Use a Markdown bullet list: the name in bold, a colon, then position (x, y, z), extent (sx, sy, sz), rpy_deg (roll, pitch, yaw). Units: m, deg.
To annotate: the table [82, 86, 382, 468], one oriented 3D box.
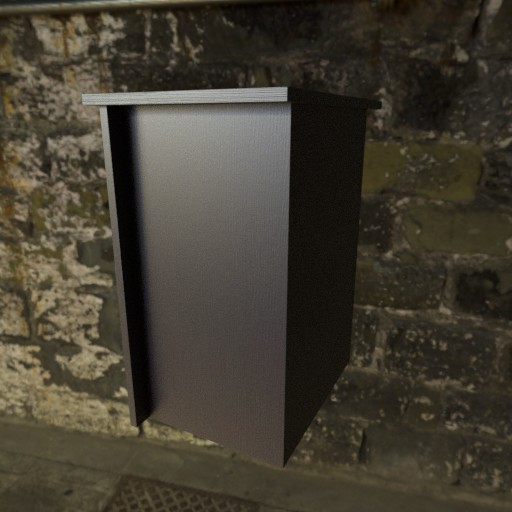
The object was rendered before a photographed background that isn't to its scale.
- **table**: position (0.000, 0.000, 1.060), extent (0.408, 0.711, 0.589), rpy_deg (9, 19, 26)
